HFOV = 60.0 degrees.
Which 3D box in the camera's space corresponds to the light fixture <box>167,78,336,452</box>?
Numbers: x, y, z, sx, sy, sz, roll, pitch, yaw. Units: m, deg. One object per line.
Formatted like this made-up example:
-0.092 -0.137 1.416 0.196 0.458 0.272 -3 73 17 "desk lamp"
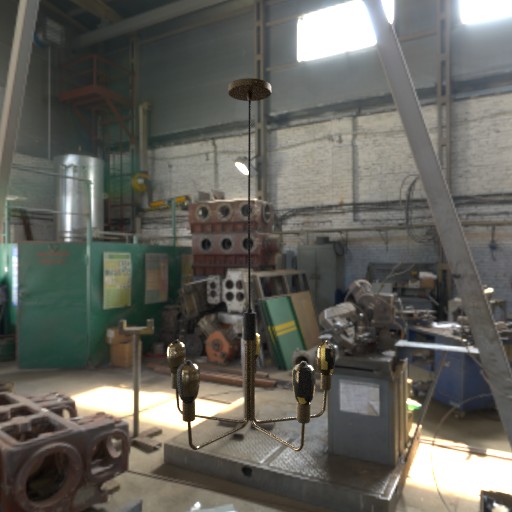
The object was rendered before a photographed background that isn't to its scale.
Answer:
0.000 0.000 1.409 0.532 1.059 0.588 0 0 -16 "light fixture"
